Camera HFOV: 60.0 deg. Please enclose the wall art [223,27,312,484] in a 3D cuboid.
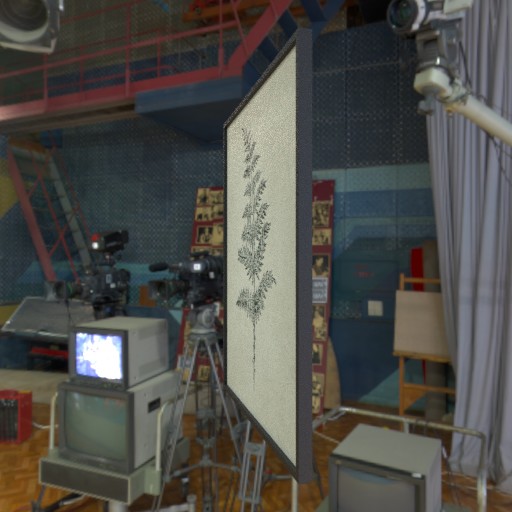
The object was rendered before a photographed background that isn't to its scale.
[{"bbox_3d":[0.000,0.000,1.426,0.036,1.070,0.802,0,0,-17],"label":"wall art"}]
